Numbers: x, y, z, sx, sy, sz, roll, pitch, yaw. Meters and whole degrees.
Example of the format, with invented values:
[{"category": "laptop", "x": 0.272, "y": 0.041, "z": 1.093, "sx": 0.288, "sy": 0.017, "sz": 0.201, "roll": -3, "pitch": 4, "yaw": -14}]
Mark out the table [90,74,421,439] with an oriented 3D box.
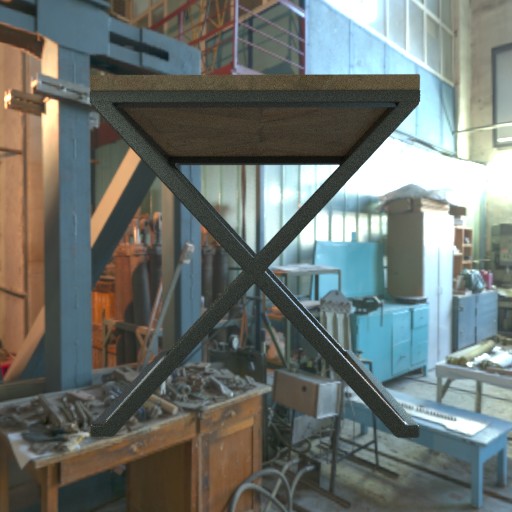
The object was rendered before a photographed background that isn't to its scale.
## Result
[{"category": "table", "x": 0.000, "y": 0.000, "z": 0.913, "sx": 0.498, "sy": 0.550, "sz": 0.499, "roll": 0, "pitch": 1, "yaw": 1}]
